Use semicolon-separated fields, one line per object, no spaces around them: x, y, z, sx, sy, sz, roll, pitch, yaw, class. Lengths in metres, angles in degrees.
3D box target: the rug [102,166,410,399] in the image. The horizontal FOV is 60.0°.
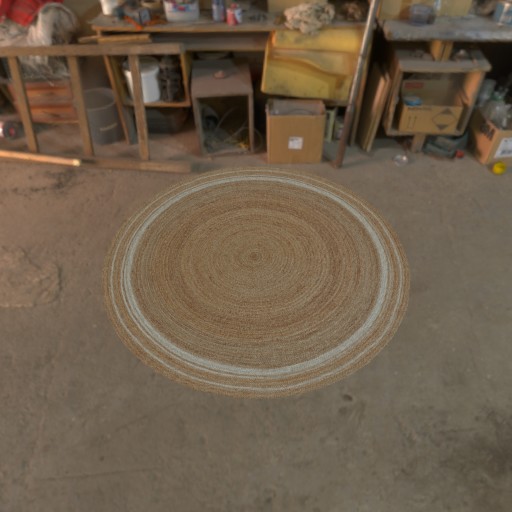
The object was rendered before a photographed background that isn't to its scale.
0.000;0.000;3.611;2.444;0.015;2.444;0;47;0;rug
